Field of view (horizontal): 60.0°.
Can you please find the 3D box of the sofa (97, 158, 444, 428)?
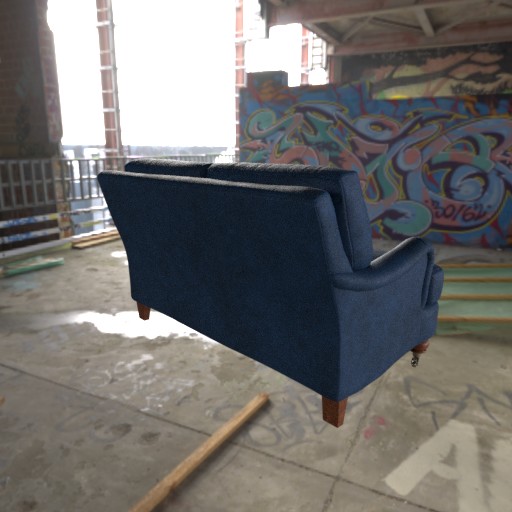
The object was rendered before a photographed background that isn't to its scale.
[{"bbox_3d":[0.000,0.000,2.602,1.084,1.101,1.853,-13,19,-42],"label":"sofa"}]
